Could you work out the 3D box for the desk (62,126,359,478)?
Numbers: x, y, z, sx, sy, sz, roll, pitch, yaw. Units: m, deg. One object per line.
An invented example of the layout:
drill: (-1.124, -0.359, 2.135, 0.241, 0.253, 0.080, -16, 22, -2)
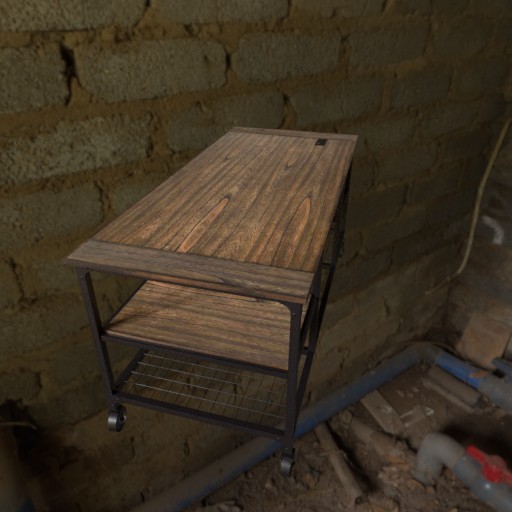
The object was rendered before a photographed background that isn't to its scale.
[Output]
desk: (0.000, 0.000, 2.023, 0.711, 0.751, 1.590, 8, 31, 14)
